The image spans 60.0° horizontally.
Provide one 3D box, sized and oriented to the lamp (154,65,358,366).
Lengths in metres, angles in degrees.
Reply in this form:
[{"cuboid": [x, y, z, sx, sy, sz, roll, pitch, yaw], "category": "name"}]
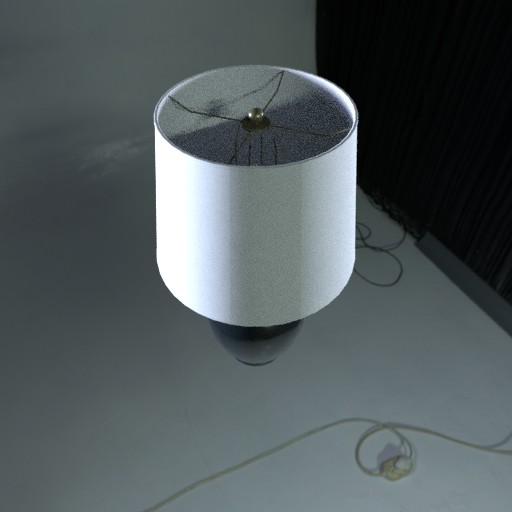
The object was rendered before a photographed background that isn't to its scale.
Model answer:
[{"cuboid": [0.000, 0.000, 0.557, 0.239, 0.399, 0.239, 0, 47, 0], "category": "lamp"}]
